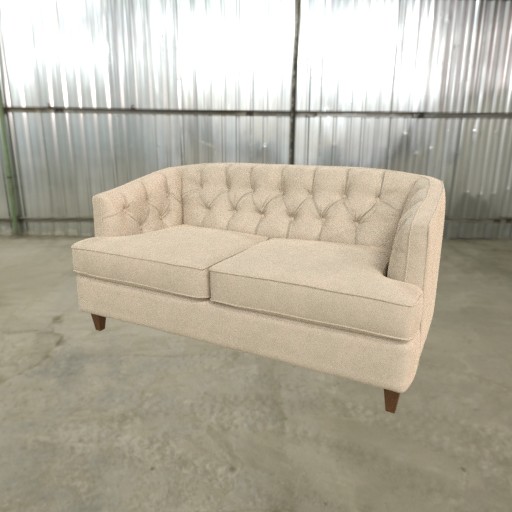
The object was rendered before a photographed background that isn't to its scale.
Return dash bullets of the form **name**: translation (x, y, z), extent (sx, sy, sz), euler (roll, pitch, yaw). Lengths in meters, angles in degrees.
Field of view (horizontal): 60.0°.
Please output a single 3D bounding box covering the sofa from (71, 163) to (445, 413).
- **sofa**: translation (0.000, 0.000, 2.285), extent (1.731, 0.878, 0.940), euler (8, 18, 27)
